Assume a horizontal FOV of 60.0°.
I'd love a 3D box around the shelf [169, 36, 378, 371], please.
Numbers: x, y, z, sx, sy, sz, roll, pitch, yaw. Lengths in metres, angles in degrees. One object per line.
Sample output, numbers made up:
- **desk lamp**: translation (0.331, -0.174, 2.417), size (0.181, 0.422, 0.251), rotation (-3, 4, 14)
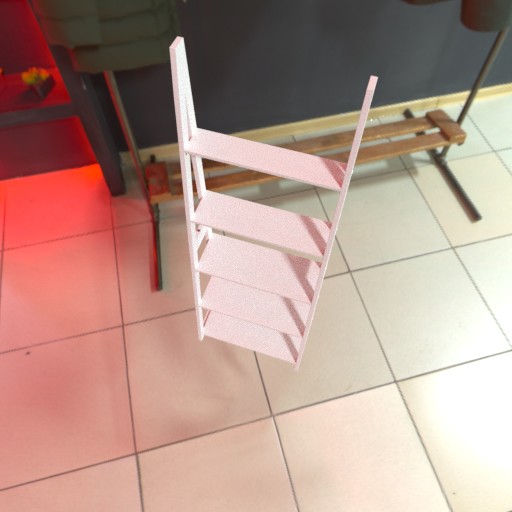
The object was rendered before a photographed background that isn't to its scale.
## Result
- **shelf**: translation (0.000, 0.000, 2.008), size (0.636, 1.779, 0.341), rotation (16, 60, 9)
